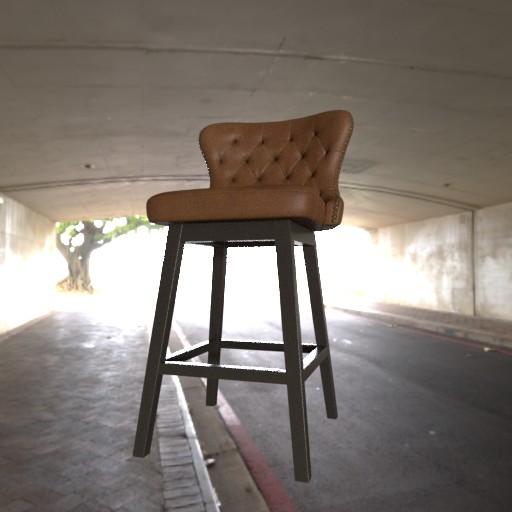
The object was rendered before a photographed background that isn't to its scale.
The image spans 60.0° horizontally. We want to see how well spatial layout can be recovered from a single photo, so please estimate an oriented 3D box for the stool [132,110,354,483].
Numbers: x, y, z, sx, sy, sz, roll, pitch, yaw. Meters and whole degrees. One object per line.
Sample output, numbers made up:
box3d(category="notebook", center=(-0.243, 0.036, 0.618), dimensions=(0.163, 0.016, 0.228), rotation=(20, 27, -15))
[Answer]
box3d(category="stool", center=(0.000, 0.000, 1.287), dimensions=(0.528, 0.971, 0.593), rotation=(-1, -2, 18))
